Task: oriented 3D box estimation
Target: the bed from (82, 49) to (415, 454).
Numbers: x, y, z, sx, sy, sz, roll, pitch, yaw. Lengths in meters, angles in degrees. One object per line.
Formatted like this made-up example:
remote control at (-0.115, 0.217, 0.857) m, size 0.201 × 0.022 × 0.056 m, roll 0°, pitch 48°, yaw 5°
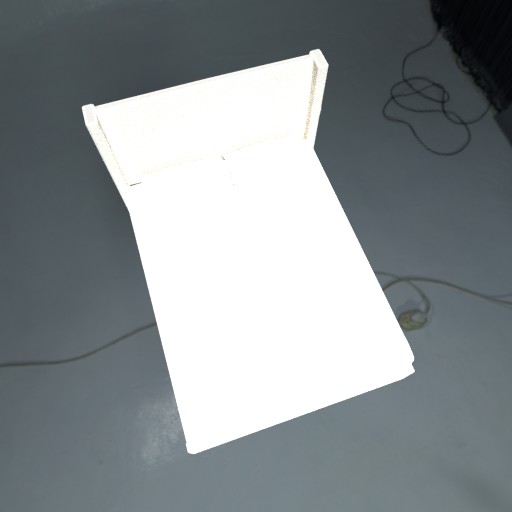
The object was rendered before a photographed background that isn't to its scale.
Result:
bed at (0.000, 0.000, 3.383) m, size 1.778 × 1.471 × 2.293 m, roll -17°, pitch 66°, yaw -8°
